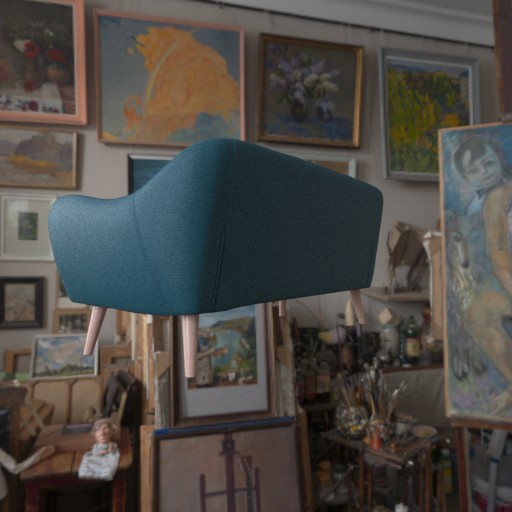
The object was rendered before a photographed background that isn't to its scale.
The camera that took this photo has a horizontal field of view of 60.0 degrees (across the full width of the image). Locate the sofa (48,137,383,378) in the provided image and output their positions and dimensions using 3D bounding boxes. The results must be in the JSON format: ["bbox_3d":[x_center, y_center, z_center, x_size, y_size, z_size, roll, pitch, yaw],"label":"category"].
[{"bbox_3d":[0.000,0.000,2.291,0.820,0.836,1.840,0,0,36],"label":"sofa"}]
